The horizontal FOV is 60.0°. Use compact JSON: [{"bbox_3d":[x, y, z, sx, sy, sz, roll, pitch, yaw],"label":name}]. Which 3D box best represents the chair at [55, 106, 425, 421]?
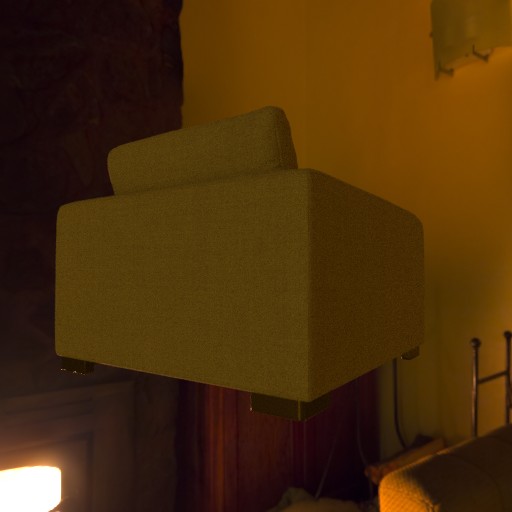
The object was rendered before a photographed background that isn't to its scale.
[{"bbox_3d":[0.000,0.000,1.799,1.070,0.847,1.100,-1,-2,35],"label":"chair"}]
